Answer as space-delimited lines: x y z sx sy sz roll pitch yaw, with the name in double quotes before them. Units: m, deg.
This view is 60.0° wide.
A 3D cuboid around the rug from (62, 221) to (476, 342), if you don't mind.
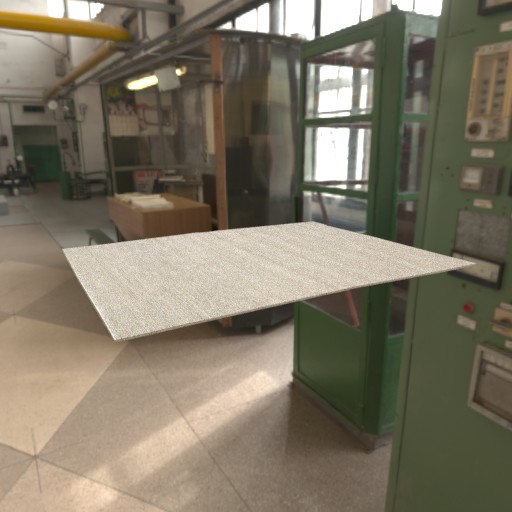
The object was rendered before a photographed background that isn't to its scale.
"rug" 0.000 0.000 4.823 3.626 0.051 2.757 -8 17 -28
